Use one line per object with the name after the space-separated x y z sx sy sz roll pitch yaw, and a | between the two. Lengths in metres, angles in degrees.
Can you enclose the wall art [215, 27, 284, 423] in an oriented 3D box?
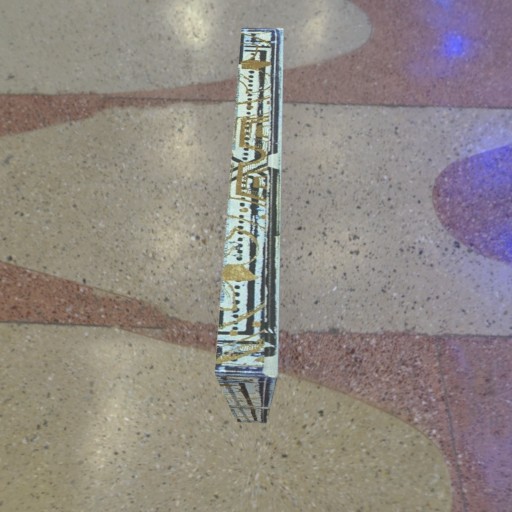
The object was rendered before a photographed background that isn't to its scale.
0.000 0.000 0.465 0.038 0.306 0.302 2 64 1 | wall art
